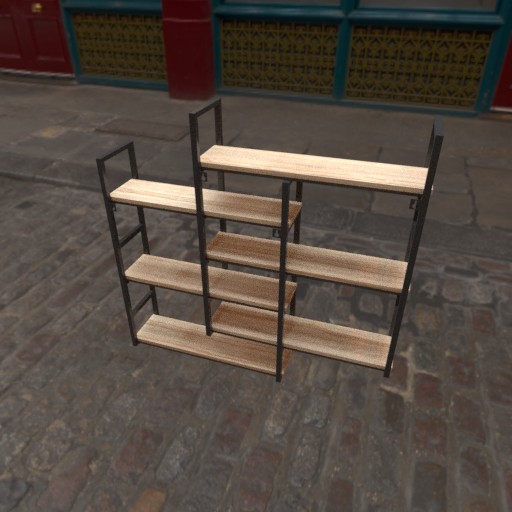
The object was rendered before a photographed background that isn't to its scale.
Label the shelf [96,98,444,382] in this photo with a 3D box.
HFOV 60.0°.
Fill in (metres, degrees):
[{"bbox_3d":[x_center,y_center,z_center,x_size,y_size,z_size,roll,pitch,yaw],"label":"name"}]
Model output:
[{"bbox_3d":[0.000,0.000,1.424,0.946,0.921,0.183,10,33,15],"label":"shelf"}]
